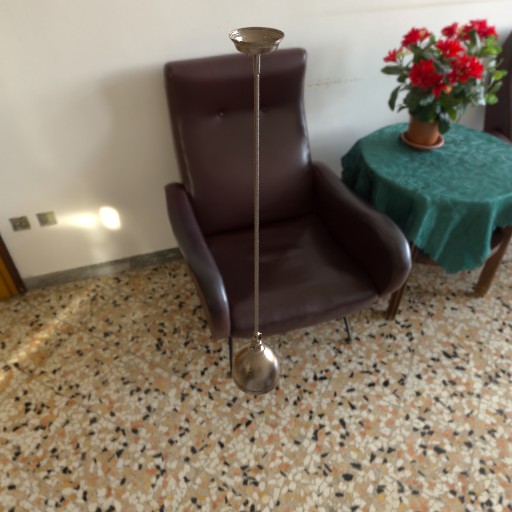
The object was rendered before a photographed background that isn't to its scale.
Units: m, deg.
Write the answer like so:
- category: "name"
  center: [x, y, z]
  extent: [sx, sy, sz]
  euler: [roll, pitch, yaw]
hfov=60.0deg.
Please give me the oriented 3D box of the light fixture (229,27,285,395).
- category: "light fixture"
  center: [0.000, 0.000, 1.481]
  extent: [0.211, 1.367, 0.217]
  euler: [26, 47, 27]
